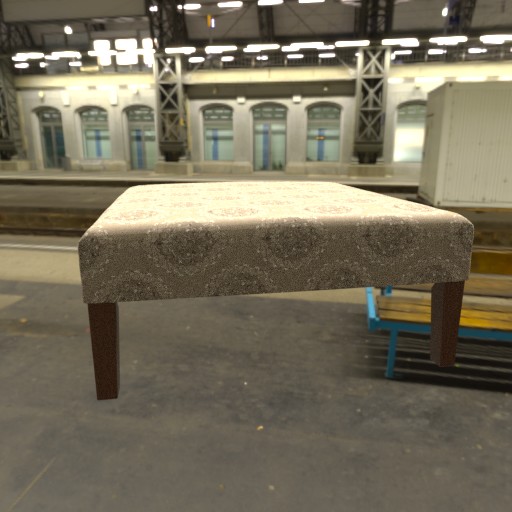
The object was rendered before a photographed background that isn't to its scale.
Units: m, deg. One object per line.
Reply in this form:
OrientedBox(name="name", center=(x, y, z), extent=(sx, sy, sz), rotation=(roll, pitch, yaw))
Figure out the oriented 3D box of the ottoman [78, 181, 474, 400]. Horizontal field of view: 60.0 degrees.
OrientedBox(name="ottoman", center=(0.000, 0.000, 1.415), extent=(0.890, 0.411, 0.889), rotation=(-3, 15, -10))
